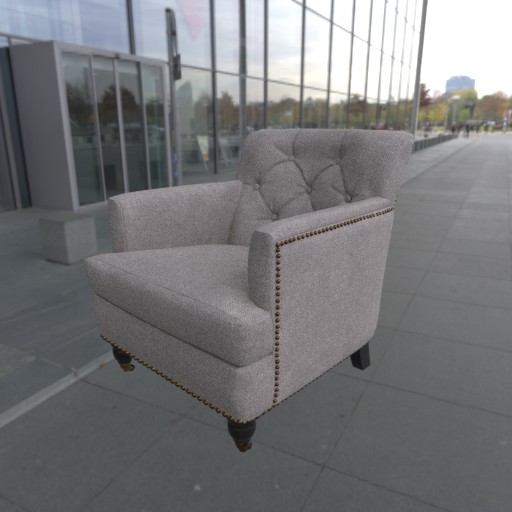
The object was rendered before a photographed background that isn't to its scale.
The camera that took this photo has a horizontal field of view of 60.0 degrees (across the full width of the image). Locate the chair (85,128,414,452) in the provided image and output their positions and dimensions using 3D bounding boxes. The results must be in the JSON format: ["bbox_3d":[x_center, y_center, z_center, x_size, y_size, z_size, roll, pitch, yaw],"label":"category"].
[{"bbox_3d":[0.000,0.000,1.502,0.737,0.823,0.902,15,22,41],"label":"chair"}]
